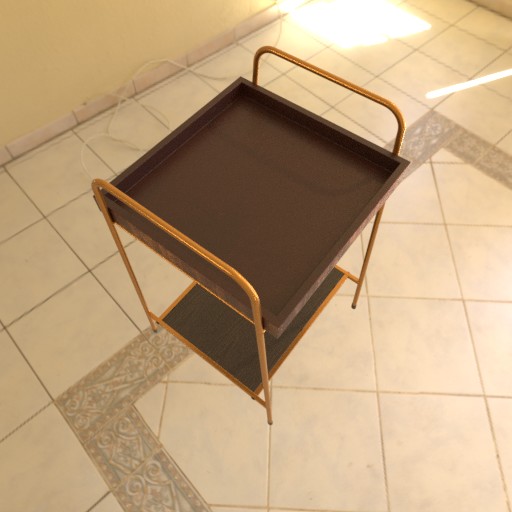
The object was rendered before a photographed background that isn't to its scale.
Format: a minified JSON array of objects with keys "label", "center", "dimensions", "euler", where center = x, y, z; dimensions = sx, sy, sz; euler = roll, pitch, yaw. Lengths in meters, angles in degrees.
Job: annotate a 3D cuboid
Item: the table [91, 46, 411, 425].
[{"label":"table","center":[0.000,0.000,1.003],"dimensions":[0.430,0.710,0.430],"euler":[33,64,19]}]
